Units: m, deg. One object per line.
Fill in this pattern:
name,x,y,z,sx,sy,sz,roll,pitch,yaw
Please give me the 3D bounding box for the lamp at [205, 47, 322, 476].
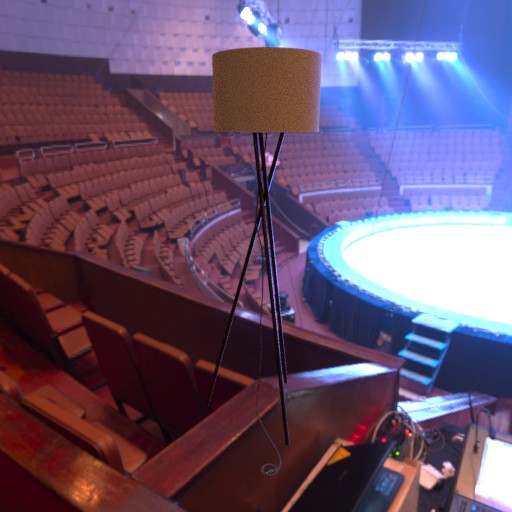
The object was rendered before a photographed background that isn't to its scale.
lamp,0.000,0.000,1.950,0.522,1.624,0.667,9,18,27
